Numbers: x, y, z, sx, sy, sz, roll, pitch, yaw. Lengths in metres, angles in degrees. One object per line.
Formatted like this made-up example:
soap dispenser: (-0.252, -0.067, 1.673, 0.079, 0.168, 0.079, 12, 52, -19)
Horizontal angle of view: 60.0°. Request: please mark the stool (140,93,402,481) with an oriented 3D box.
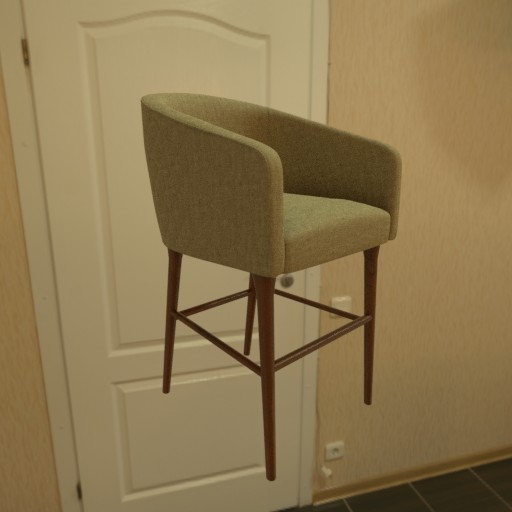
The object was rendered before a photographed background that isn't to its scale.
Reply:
stool: (0.000, 0.000, 1.322, 0.635, 0.952, 0.559, 14, 20, 43)
